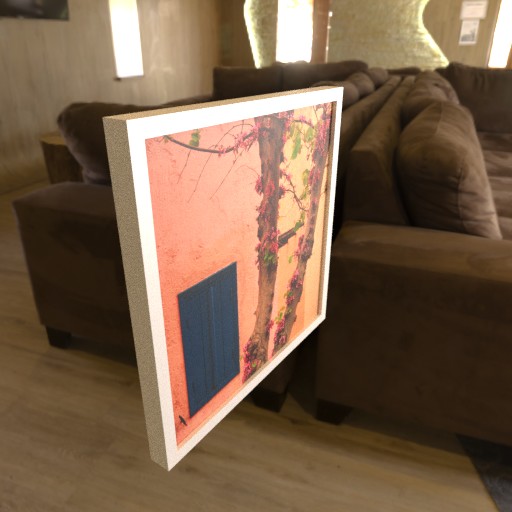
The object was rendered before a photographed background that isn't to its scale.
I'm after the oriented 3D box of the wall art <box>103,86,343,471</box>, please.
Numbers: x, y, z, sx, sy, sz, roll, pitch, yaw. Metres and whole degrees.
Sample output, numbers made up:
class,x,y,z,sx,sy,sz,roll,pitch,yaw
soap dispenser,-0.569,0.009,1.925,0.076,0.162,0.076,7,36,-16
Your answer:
class,x,y,z,sx,sy,sz,roll,pitch,yaw
wall art,0.000,0.000,0.753,0.038,0.508,0.507,17,30,31
